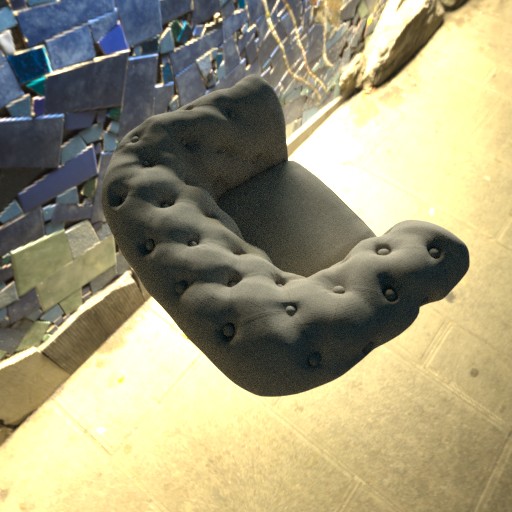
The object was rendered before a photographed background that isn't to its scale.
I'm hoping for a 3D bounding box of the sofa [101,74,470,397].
[{"bbox_3d":[0.000,0.000,2.047,1.034,0.878,1.405,-33,63,-19],"label":"sofa"}]
